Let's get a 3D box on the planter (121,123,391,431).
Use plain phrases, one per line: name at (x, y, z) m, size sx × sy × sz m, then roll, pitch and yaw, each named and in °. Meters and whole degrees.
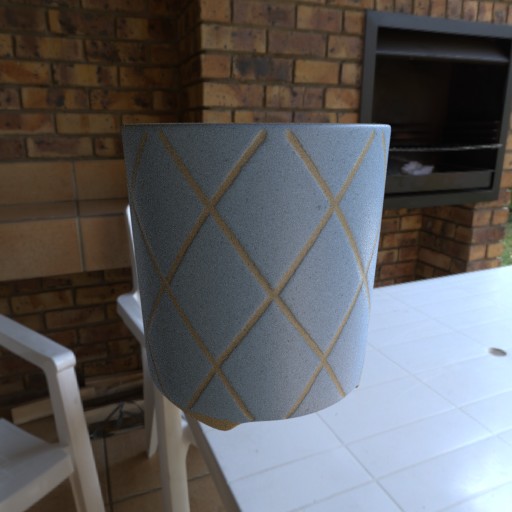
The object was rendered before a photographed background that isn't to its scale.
planter at (0.000, 0.000, 0.353) m, size 0.191 × 0.200 × 0.191 m, roll 0°, pitch 16°, yaw 0°
